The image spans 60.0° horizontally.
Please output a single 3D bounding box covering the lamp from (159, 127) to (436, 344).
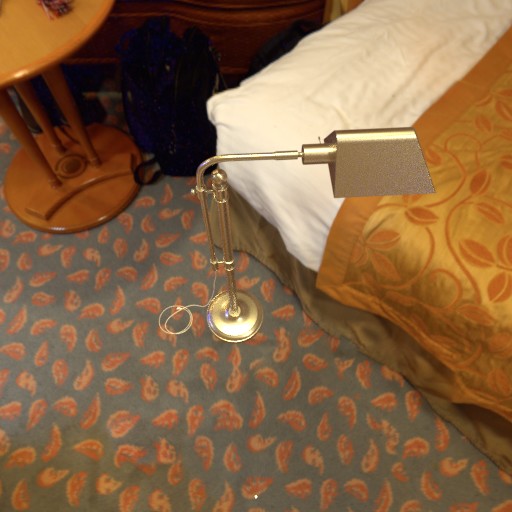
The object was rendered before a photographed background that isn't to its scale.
[{"bbox_3d":[0.000,0.000,0.945,0.546,0.708,0.159,-2,62,-1],"label":"lamp"}]
